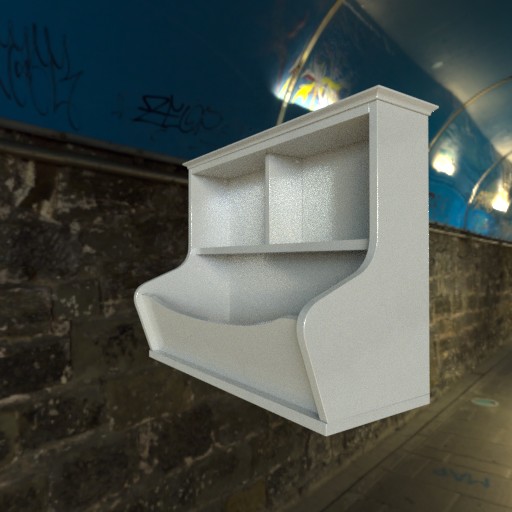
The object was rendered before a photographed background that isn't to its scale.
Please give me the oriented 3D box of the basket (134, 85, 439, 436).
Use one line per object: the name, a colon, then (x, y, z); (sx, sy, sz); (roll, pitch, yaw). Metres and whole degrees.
basket: (0.000, 0.000, 1.107); (0.350, 0.600, 0.780); (1, -1, -36)
